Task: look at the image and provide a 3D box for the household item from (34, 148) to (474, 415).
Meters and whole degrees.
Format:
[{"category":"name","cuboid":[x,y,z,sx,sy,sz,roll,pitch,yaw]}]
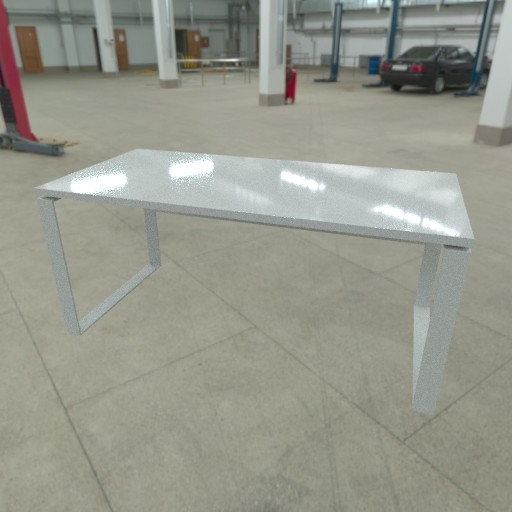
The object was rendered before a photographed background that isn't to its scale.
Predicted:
[{"category":"household item","cuboid":[0.000,0.000,2.127,1.700,0.745,0.800,8,27,16]}]
